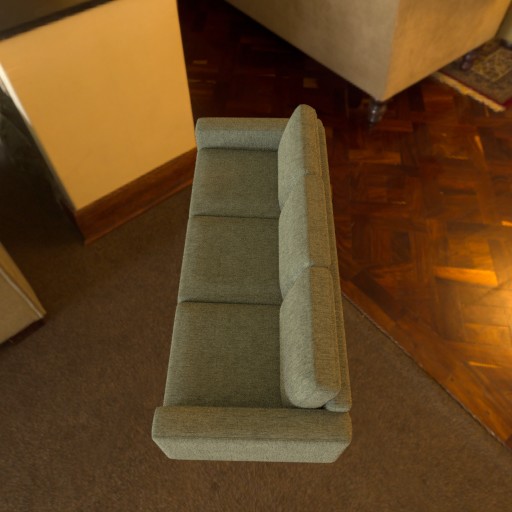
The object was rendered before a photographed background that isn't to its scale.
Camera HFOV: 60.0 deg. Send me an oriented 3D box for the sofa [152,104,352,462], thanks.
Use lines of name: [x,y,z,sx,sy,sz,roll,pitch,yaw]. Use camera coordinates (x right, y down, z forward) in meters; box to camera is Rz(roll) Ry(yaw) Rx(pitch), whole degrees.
sofa: [0.000,0.000,2.657,0.900,0.800,2.160,1,56,1]
